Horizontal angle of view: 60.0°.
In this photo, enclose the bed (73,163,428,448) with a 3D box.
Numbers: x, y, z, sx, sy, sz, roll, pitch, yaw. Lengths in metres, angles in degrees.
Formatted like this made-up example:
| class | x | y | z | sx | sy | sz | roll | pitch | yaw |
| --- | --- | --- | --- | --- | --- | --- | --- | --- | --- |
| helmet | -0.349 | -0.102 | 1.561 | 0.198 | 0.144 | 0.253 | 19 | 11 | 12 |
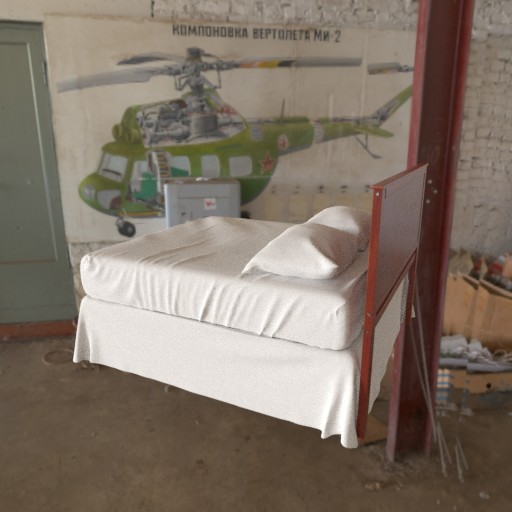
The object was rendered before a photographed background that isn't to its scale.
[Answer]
| class | x | y | z | sx | sy | sz | roll | pitch | yaw |
| --- | --- | --- | --- | --- | --- | --- | --- | --- | --- |
| bed | 0.000 | 0.000 | 3.177 | 2.050 | 1.270 | 1.870 | 8 | 17 | 26 |
